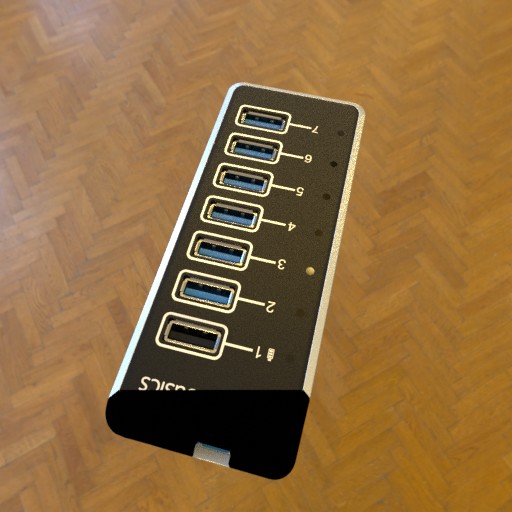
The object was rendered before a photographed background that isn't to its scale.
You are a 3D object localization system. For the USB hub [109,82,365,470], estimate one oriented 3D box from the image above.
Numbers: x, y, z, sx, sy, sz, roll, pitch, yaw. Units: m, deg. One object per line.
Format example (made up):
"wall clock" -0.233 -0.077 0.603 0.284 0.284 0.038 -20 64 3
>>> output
"USB hub" 0.000 0.000 0.128 0.044 0.023 0.110 13 64 6
